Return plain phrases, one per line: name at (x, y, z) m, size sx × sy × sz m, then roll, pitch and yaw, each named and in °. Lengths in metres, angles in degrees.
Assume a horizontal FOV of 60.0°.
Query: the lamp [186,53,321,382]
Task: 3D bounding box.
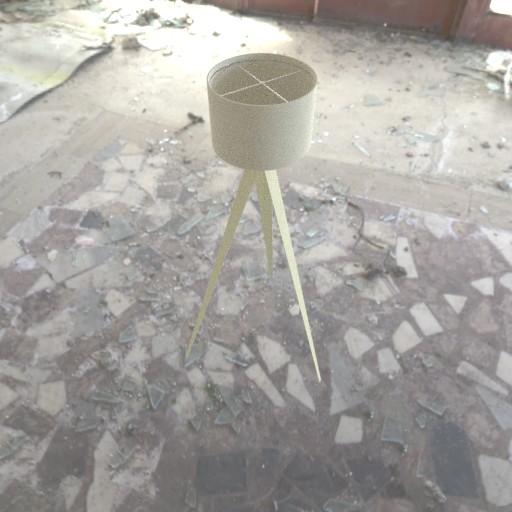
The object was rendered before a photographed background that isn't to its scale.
lamp at (0.000, 0.000, 1.912) m, size 0.716 × 1.524 × 0.724 m, roll -26°, pitch 53°, yaw -21°
